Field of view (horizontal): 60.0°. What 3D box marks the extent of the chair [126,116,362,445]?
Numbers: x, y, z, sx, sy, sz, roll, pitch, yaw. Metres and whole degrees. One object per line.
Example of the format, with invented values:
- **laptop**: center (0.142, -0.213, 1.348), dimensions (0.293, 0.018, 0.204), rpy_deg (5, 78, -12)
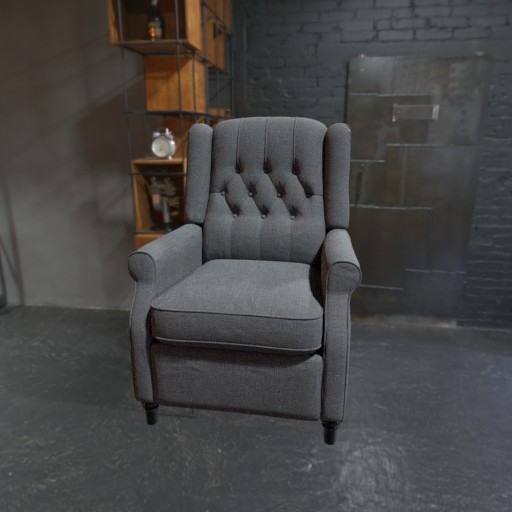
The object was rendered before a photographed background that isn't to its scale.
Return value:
- **chair**: center (0.000, 0.000, 1.685), dimensions (0.742, 1.035, 0.898), rpy_deg (3, 16, 9)
